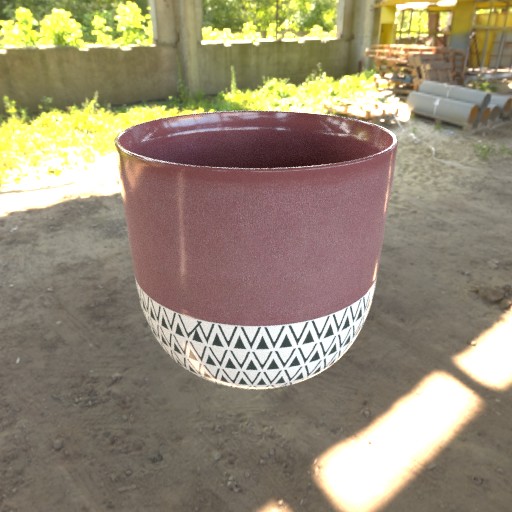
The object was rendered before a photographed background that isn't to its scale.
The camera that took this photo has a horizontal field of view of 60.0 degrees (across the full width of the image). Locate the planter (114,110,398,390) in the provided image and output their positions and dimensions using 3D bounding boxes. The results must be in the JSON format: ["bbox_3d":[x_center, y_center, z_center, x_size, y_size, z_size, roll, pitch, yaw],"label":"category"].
[{"bbox_3d":[0.000,0.000,0.491,0.266,0.270,0.266,0,27,0],"label":"planter"}]
